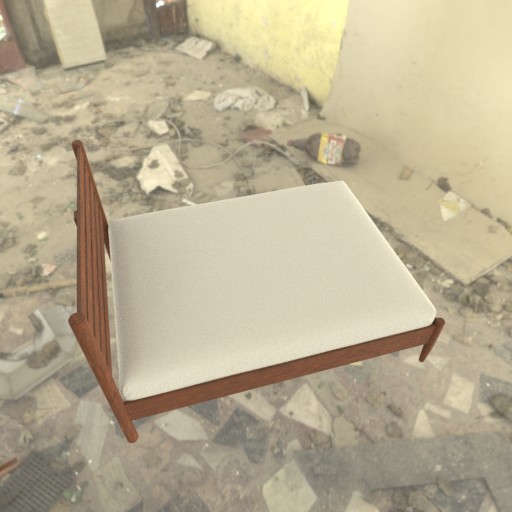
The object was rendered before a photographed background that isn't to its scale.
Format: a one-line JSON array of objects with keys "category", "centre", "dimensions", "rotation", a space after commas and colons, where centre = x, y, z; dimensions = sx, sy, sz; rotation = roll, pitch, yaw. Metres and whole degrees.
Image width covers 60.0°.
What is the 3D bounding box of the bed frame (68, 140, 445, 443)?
[{"category": "bed frame", "centre": [0.000, 0.000, 3.236], "dimensions": [2.234, 1.321, 1.655], "rotation": [-11, 46, -11]}]
